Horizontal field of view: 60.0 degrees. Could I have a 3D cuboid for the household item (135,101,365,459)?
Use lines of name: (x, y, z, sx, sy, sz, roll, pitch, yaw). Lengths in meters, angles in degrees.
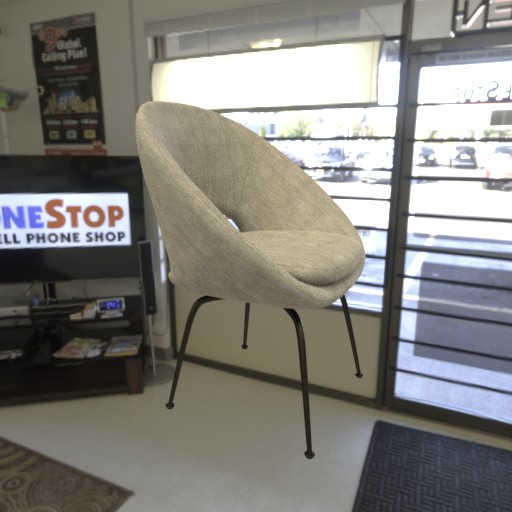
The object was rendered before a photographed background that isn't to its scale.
household item: (0.000, 0.000, 1.296, 0.587, 0.869, 0.643, 8, 16, 28)
